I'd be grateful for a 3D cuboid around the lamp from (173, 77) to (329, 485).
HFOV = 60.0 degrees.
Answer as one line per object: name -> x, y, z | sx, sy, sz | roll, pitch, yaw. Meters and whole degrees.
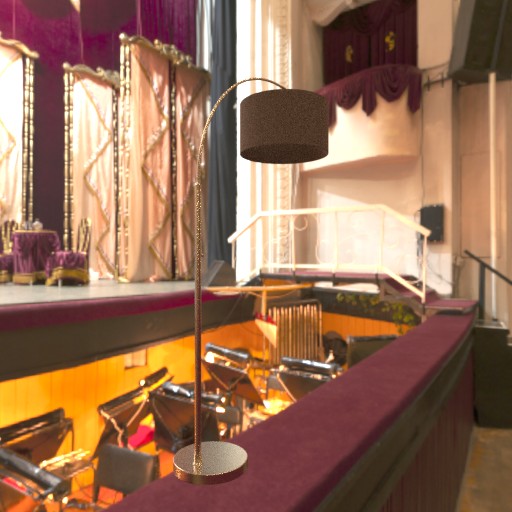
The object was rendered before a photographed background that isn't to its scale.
lamp -> 0.000, 0.000, 2.080 | 0.452, 1.735, 0.934 | 0, 0, 36
